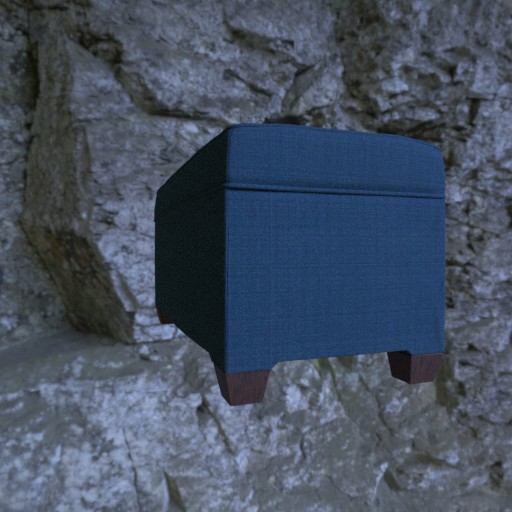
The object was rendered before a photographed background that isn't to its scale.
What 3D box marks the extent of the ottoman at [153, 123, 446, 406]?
[{"bbox_3d":[0.000,0.000,1.200,0.474,0.474,0.943,0,1,-20],"label":"ottoman"}]
